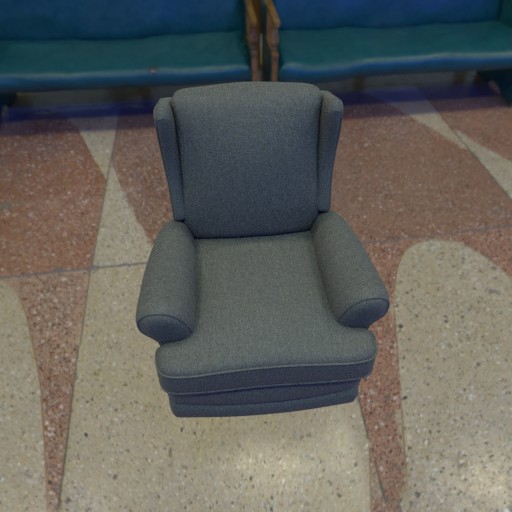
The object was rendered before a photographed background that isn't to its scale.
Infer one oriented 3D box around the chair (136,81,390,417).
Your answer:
[{"bbox_3d":[0.000,0.000,1.718,0.847,1.011,0.969,-4,47,-4],"label":"chair"}]
